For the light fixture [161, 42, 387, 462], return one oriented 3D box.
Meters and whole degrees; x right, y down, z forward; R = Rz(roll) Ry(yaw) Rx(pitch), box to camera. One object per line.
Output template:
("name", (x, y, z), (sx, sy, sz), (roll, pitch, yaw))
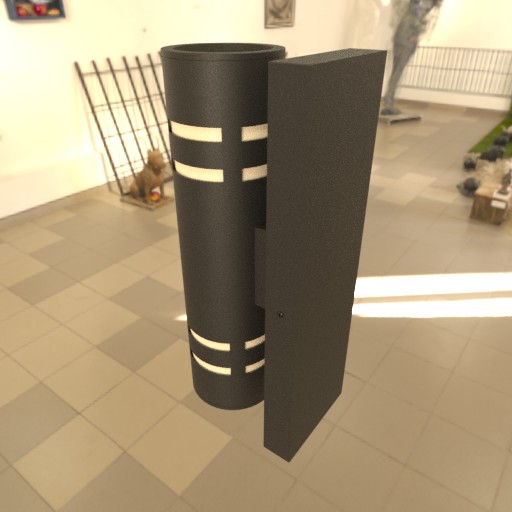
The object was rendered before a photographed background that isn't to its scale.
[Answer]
("light fixture", (0.000, 0.000, 0.390), (0.149, 0.330, 0.105), (20, 35, 31))
